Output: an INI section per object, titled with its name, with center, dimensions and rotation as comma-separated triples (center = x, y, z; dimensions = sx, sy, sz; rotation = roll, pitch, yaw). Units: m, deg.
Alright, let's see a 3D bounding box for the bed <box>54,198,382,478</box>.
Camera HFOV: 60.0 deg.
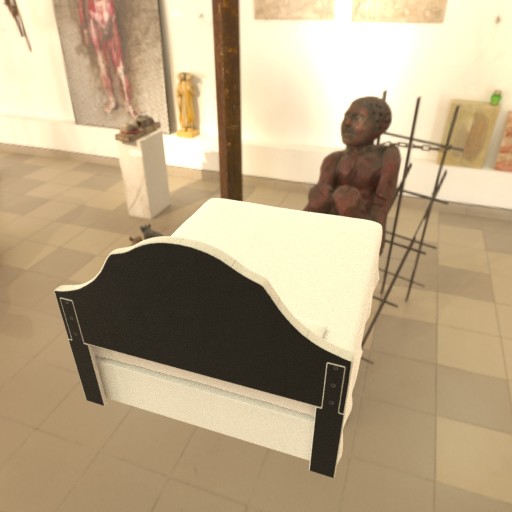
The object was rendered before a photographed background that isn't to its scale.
[bed]
center = 0.000, 0.000, 3.764
dimensions = 2.039, 1.617, 2.477
rotation = 10, 33, 16
